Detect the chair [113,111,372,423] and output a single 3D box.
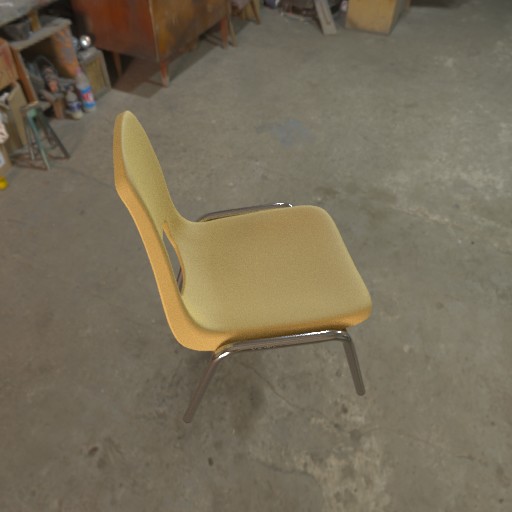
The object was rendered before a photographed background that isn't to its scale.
[{"bbox_3d":[0.000,0.000,0.802,0.385,0.536,0.354,-8,46,-8],"label":"chair"}]
